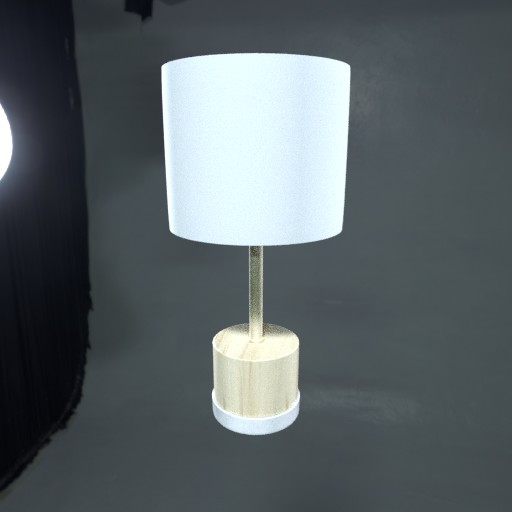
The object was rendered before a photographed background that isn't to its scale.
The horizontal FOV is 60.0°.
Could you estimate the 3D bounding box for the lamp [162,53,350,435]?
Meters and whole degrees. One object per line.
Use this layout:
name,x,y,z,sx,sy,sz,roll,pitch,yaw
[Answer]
lamp,0.000,0.000,0.603,0.229,0.470,0.229,3,15,10
